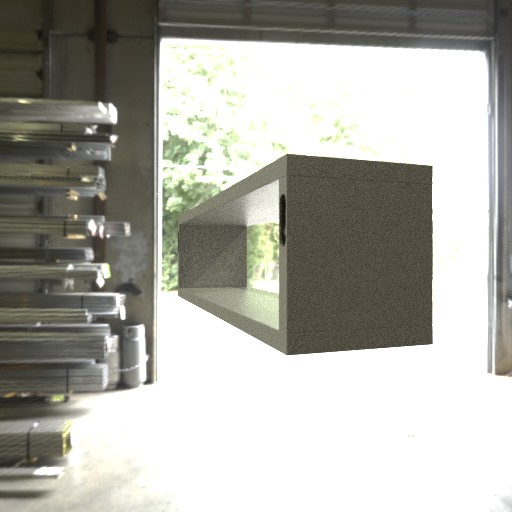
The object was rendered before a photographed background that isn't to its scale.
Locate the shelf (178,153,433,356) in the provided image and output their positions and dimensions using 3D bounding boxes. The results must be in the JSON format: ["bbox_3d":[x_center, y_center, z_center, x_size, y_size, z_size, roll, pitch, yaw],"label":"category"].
[{"bbox_3d":[0.000,0.000,0.685,0.150,0.170,0.610,0,0,-19],"label":"shelf"}]
